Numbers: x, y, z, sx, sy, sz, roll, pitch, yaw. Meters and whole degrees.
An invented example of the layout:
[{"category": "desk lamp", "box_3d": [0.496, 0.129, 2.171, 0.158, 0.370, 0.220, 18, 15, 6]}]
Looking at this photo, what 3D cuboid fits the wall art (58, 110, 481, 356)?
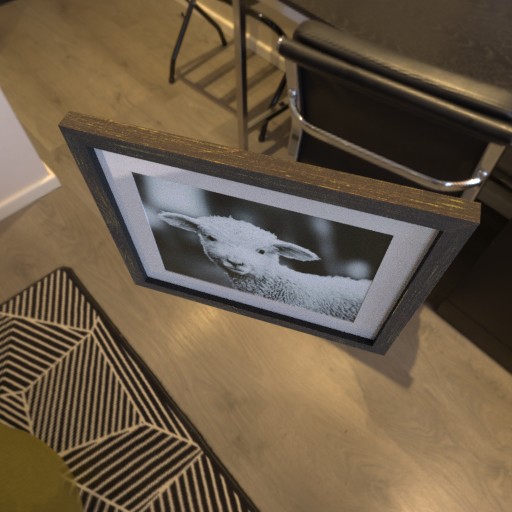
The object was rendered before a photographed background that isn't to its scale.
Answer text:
[{"category": "wall art", "box_3d": [0.000, 0.000, 0.764, 0.558, 0.457, 0.032, 15, 59, 9]}]
